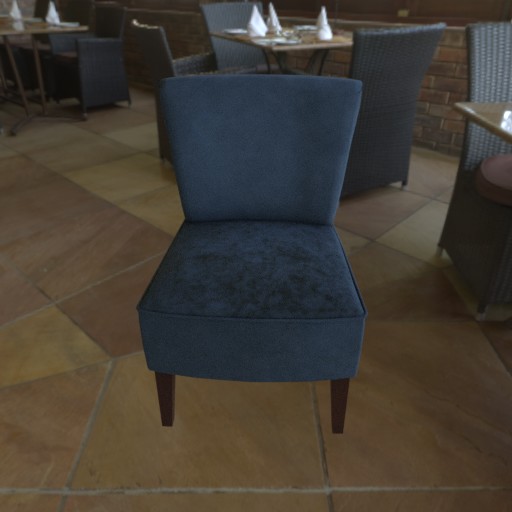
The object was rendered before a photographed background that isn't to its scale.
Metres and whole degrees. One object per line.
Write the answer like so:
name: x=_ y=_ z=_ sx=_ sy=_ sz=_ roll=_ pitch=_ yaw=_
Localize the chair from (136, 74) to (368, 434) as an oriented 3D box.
chair: x=0.000 y=0.000 z=1.152 sx=0.521 sy=0.806 sz=0.551 roll=1 pitch=32 yaw=2
